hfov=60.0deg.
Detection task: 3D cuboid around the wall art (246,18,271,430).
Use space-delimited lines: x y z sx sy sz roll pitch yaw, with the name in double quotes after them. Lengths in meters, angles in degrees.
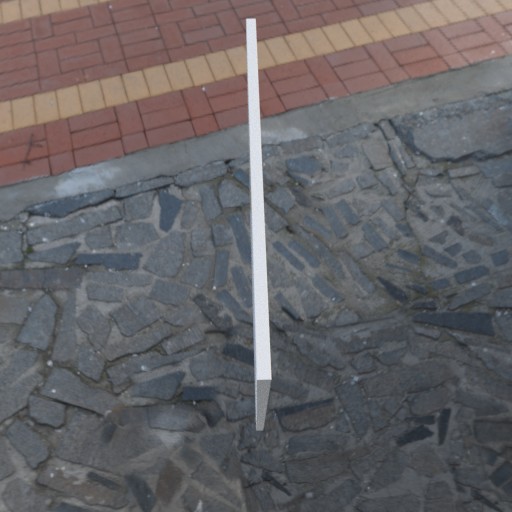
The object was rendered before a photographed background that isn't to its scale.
0.000 0.000 0.675 0.012 0.457 0.457 -1 64 -1 "wall art"
